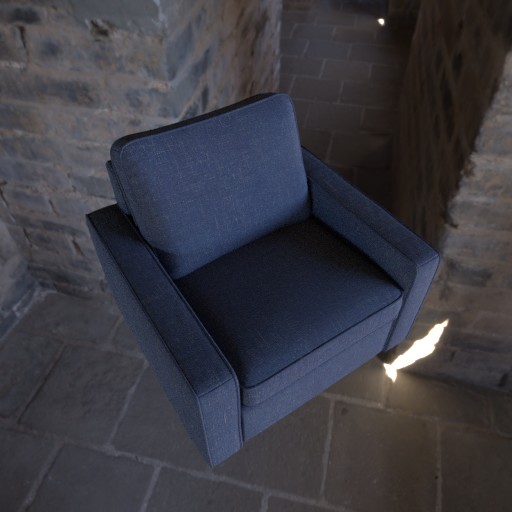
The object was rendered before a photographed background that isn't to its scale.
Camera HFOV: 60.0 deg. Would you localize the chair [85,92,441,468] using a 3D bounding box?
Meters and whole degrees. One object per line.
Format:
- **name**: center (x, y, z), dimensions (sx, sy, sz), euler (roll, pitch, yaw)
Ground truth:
- **chair**: center (0.000, 0.000, 1.711), dimensions (1.017, 0.919, 0.940), euler (-26, 52, -22)
